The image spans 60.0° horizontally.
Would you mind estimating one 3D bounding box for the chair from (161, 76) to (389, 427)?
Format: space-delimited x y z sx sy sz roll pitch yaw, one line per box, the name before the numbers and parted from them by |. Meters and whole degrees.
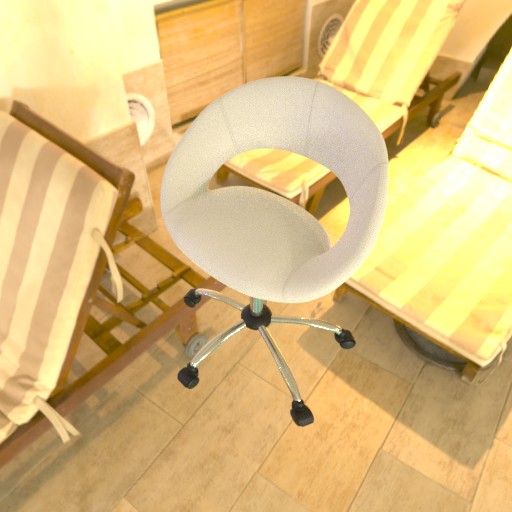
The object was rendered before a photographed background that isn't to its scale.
chair | 0.000 0.000 1.171 0.612 0.791 0.538 32 53 28
